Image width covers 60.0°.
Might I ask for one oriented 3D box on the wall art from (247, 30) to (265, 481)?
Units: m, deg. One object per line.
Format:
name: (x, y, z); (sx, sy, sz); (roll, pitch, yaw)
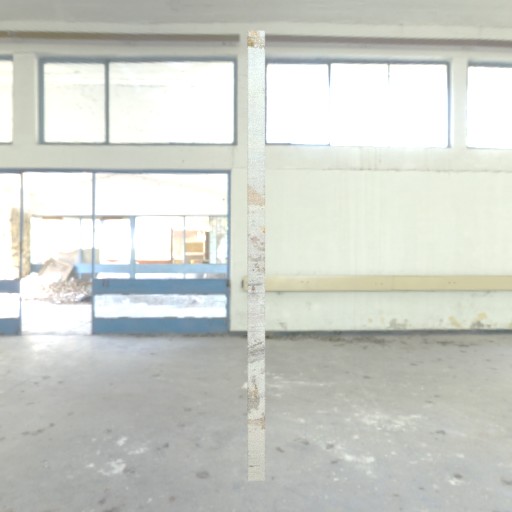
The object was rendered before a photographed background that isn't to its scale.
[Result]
wall art: (0.000, 0.000, 1.508); (0.040, 1.018, 1.015); (0, 0, 0)
